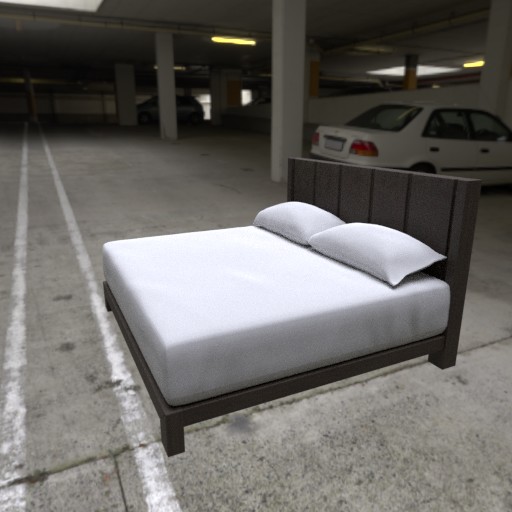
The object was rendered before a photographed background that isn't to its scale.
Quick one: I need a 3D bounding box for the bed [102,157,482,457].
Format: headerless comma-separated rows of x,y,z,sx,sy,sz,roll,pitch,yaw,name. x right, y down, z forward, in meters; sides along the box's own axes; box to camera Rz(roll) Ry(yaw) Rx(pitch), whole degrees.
0.000,0.000,3.364,2.012,1.270,2.134,-8,18,-25,bed
